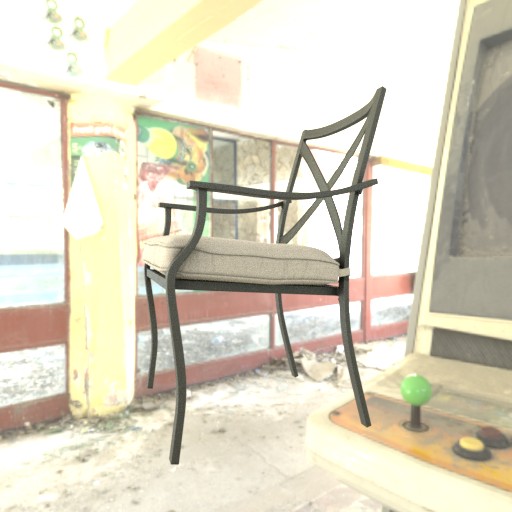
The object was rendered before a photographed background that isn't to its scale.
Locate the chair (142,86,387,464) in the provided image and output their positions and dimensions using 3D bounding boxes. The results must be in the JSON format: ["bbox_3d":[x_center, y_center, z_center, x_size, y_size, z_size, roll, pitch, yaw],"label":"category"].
[{"bbox_3d":[0.000,0.000,1.303,0.620,0.889,0.575,-1,2,-19],"label":"chair"}]
